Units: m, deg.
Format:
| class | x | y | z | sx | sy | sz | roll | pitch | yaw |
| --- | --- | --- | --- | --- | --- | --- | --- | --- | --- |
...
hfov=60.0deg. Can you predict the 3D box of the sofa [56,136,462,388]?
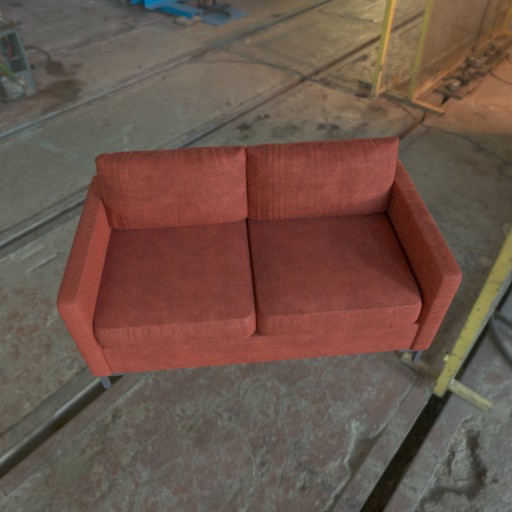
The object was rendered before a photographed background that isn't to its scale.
| class | x | y | z | sx | sy | sz | roll | pitch | yaw |
| --- | --- | --- | --- | --- | --- | --- | --- | --- | --- |
| sofa | 0.000 | 0.000 | 2.117 | 1.574 | 0.896 | 0.864 | -4 | 45 | -4 |
